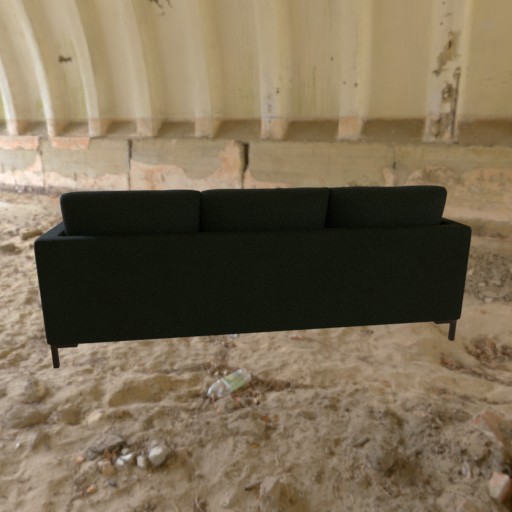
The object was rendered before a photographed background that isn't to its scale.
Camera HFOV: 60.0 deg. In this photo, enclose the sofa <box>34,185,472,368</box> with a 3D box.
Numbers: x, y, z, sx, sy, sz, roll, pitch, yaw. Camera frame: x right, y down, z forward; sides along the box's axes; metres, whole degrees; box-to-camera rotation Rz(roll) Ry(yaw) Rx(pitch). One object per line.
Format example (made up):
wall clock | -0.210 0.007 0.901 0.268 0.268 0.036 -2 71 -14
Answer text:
sofa | 0.000 0.000 2.660 2.218 0.870 0.859 -2 15 -8
